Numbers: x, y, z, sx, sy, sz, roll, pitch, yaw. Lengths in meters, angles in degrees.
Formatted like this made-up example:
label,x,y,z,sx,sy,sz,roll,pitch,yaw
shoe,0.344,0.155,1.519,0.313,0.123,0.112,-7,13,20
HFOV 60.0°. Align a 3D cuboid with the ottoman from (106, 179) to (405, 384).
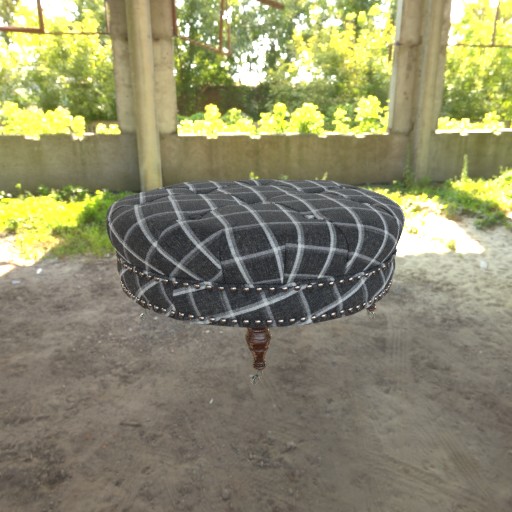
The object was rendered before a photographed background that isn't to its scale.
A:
label,x,y,z,sx,sy,sz,roll,pitch,yaw
ottoman,0.000,0.000,1.426,0.901,0.439,0.901,0,17,0
